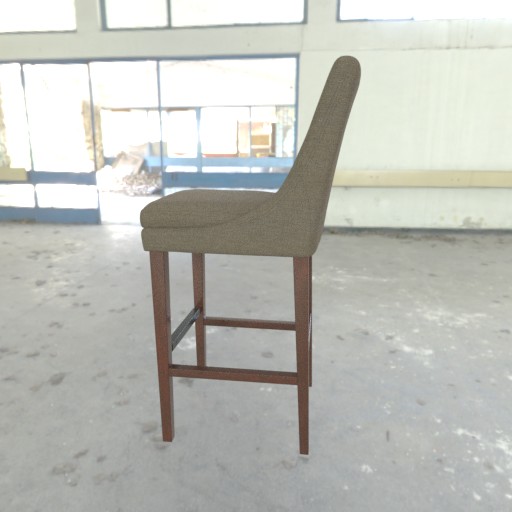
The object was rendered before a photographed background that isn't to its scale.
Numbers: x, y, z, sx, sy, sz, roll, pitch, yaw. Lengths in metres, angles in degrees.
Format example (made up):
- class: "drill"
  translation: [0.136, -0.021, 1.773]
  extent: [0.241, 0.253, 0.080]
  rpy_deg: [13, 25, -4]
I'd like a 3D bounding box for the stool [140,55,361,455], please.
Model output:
- class: "stool"
  translation: [0.000, 0.000, 1.385]
  extent: [0.577, 1.078, 0.470]
  rpy_deg: [2, 14, 8]
